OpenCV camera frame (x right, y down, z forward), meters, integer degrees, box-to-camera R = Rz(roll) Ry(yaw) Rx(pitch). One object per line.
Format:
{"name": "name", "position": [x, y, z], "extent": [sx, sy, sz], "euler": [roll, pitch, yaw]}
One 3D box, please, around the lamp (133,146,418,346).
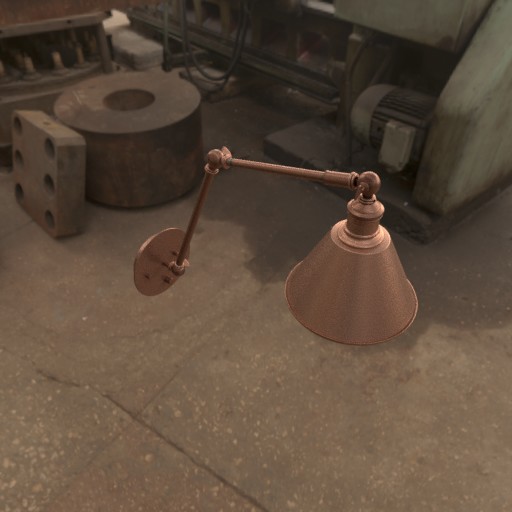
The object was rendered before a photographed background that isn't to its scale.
{"name": "lamp", "position": [0.000, 0.000, 0.865], "extent": [0.624, 0.502, 0.223], "euler": [25, 46, 27]}
